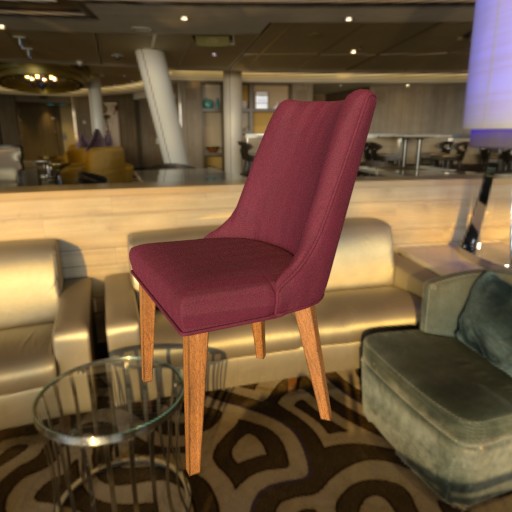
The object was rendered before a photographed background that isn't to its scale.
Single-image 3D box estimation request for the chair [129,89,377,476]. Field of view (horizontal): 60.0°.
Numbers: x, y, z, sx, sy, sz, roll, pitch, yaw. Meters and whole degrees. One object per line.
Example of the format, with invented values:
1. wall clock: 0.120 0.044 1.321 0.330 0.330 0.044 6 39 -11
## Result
1. chair: 0.000 0.000 1.311 0.638 0.916 0.548 -7 17 -26
